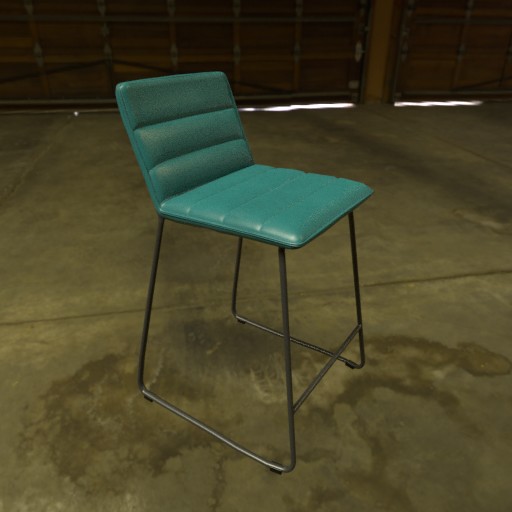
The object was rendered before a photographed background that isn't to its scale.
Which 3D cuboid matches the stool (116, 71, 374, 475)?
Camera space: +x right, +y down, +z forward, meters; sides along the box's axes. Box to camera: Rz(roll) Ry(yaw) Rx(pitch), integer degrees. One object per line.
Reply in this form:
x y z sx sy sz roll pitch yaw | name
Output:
0.000 0.000 1.171 0.524 0.866 0.489 17 32 30 | stool
